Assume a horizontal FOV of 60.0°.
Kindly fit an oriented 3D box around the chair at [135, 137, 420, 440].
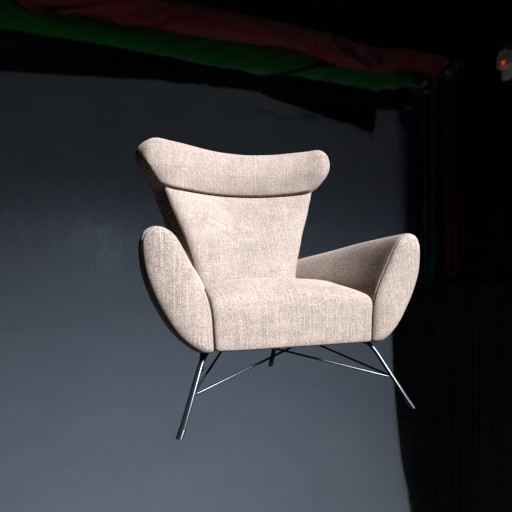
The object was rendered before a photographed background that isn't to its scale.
[{"bbox_3d":[0.000,0.000,1.790,0.980,1.040,0.900,0,-1,-20],"label":"chair"}]
